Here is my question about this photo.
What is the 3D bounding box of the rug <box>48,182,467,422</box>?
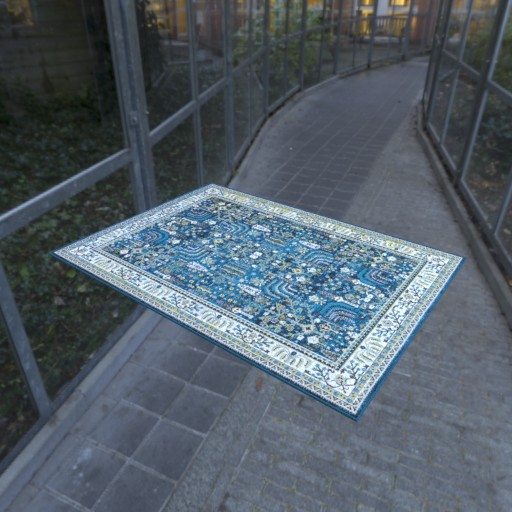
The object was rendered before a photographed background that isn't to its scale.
[{"bbox_3d":[0.000,0.000,2.887,2.213,0.013,1.594,21,36,31],"label":"rug"}]
